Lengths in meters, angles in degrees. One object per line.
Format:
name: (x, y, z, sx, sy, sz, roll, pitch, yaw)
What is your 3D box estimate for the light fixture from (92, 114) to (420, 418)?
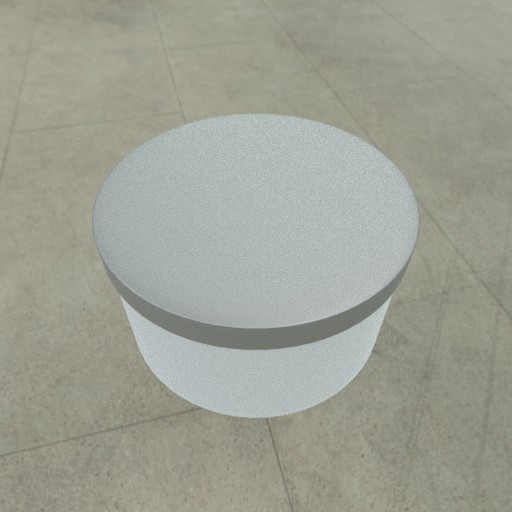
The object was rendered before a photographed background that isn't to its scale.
light fixture: (0.000, 0.000, 0.629, 0.393, 0.229, 0.393, 0, 47, 0)
